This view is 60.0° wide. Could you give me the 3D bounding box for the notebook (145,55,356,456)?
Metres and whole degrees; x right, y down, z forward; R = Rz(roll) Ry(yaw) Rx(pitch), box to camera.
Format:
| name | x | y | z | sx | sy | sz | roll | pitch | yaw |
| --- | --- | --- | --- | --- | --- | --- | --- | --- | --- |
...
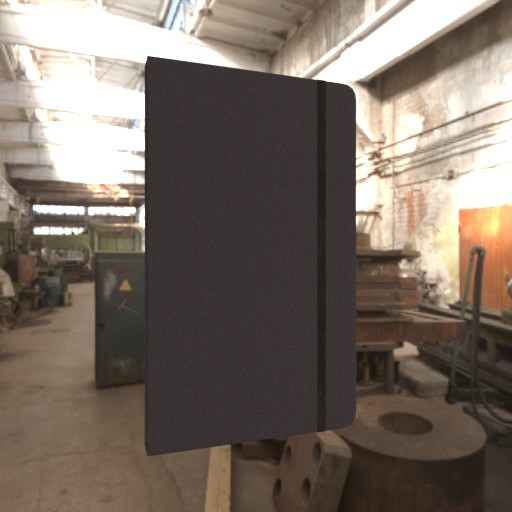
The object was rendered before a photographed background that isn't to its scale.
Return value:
| name | x | y | z | sx | sy | sz | roll | pitch | yaw |
| --- | --- | --- | --- | --- | --- | --- | --- | --- | --- |
| notebook | 0.000 | 0.000 | 0.262 | 0.127 | 0.213 | 0.016 | 0 | 0 | -19 |
